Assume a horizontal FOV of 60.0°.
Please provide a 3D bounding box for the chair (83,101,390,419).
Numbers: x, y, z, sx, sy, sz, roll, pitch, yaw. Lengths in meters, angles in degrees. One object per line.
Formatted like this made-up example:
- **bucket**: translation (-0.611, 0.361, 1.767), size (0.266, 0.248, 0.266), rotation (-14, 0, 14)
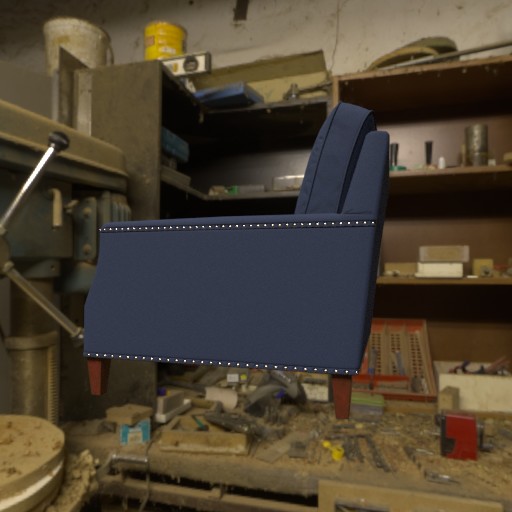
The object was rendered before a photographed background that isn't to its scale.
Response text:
- **chair**: translation (0.000, 0.000, 1.750), size (1.014, 0.943, 0.853), rotation (0, -1, 17)
